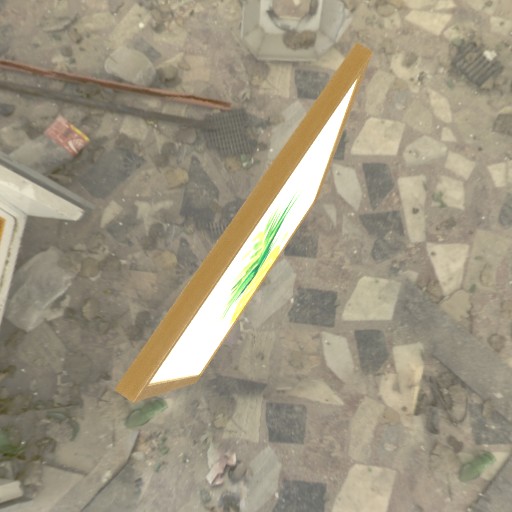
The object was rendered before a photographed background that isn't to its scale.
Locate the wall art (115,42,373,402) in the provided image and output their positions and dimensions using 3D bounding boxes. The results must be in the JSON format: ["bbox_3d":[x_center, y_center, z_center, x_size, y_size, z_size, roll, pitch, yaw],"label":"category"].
[{"bbox_3d":[0.000,0.000,1.141,0.037,0.760,0.762,32,78,7],"label":"wall art"}]
